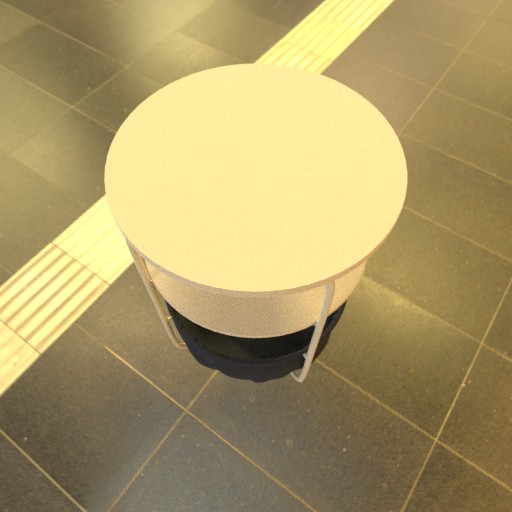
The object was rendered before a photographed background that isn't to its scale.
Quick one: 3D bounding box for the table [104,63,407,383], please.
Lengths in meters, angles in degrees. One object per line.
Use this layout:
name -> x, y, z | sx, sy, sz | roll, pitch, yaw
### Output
table -> 0.000, 0.000, 0.848 | 0.418, 0.532, 0.418 | 14, 60, 8
